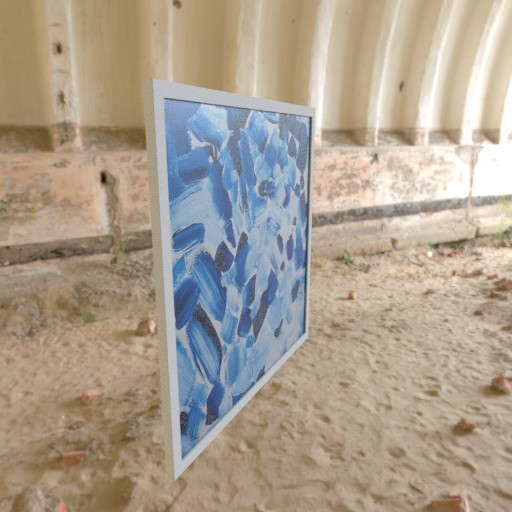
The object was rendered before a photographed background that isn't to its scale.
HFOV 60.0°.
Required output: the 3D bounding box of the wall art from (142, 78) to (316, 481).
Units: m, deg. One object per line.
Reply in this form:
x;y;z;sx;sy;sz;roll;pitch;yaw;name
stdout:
0.000;0.000;0.679;0.012;0.457;0.457;7;16;26;wall art
